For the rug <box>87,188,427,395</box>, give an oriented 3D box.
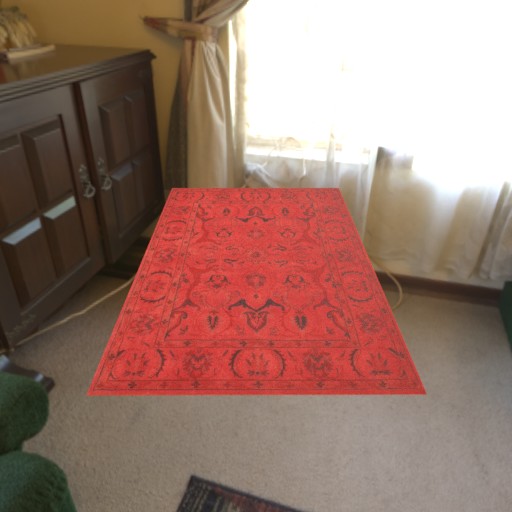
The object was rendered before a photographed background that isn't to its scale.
[{"bbox_3d":[0.000,0.000,3.032,1.534,0.010,2.423,0,31,0],"label":"rug"}]
